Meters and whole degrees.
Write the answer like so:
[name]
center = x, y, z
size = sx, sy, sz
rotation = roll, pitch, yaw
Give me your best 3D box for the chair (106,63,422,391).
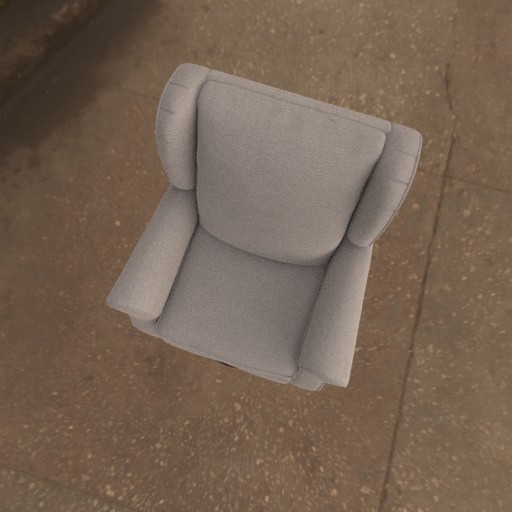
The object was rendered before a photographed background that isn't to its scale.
[chair]
center = 0.000, 0.000, 1.704
size = 0.906, 0.966, 0.854
rotation = 18, 76, 5
